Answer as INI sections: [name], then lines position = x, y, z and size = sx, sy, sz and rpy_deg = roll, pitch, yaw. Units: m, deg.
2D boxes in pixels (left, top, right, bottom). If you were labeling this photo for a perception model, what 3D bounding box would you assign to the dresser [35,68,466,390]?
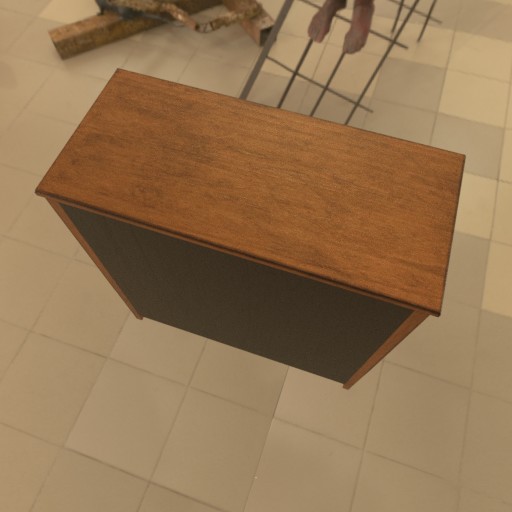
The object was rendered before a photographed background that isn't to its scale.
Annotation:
[dresser]
position = 0.000, 0.000, 1.947
size = 1.250, 1.224, 0.591
rpy_deg = 17, 65, 8
